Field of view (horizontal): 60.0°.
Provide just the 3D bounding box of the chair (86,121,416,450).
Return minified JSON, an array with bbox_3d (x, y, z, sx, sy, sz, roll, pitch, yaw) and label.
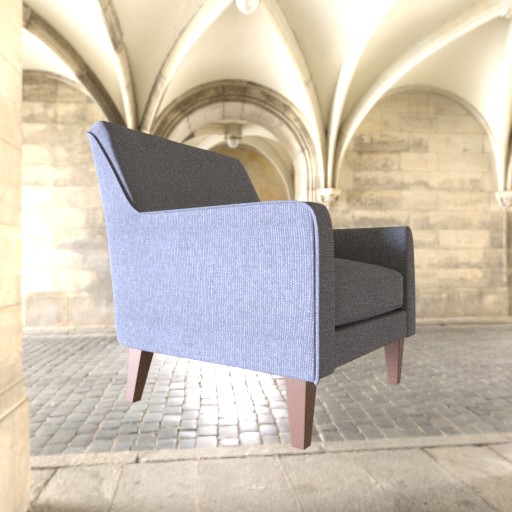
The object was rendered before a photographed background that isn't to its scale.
[{"bbox_3d":[0.000,0.000,1.557,0.899,0.919,0.780,0,0,36],"label":"chair"}]
